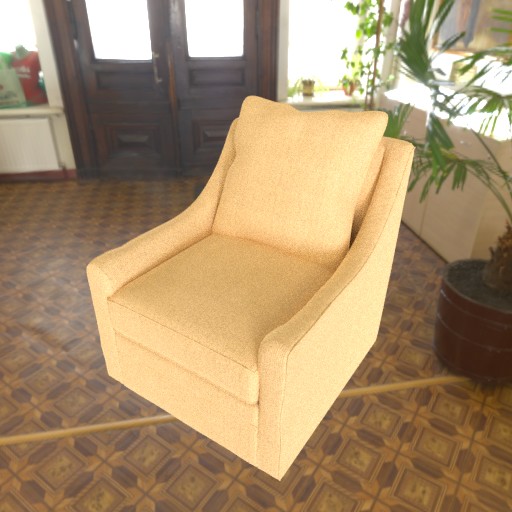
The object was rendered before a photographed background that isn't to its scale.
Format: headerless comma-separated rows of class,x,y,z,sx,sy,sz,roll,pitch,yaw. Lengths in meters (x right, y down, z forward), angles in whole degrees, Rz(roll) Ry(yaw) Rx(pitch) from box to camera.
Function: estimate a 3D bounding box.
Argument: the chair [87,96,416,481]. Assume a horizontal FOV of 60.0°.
chair,0.000,0.000,1.556,0.760,0.927,0.876,19,34,29
